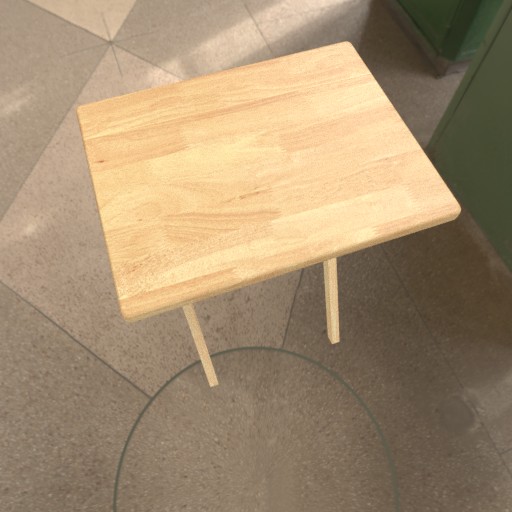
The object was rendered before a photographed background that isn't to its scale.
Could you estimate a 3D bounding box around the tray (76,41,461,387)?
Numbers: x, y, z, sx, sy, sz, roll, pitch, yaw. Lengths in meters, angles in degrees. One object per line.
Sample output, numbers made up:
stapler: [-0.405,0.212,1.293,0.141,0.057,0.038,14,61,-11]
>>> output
tray: [0.000,0.000,0.955,0.483,0.660,0.381,-17,64,-9]
